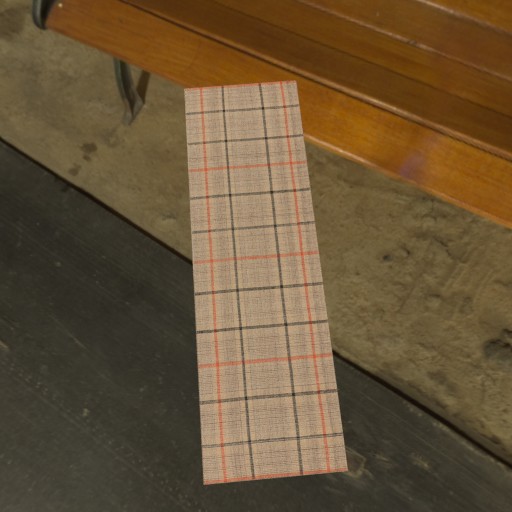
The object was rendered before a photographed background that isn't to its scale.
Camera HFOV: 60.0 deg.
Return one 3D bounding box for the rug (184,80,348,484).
[{"bbox_3d":[0.000,0.000,2.675,0.762,0.008,2.439,-5,74,-1],"label":"rug"}]
